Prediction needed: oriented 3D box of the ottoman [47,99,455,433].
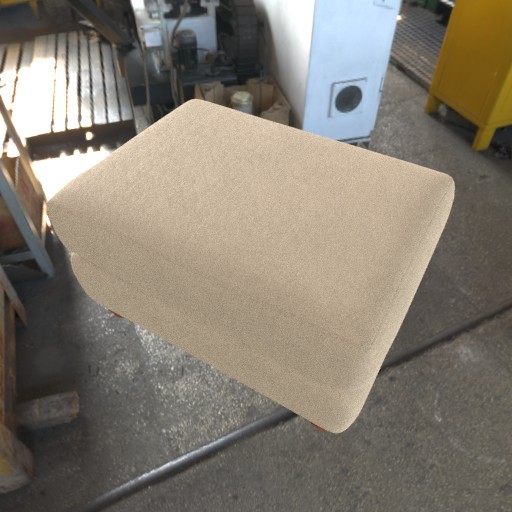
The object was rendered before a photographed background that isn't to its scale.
[{"bbox_3d":[0.000,0.000,1.125,0.773,0.504,0.569,23,51,21],"label":"ottoman"}]
